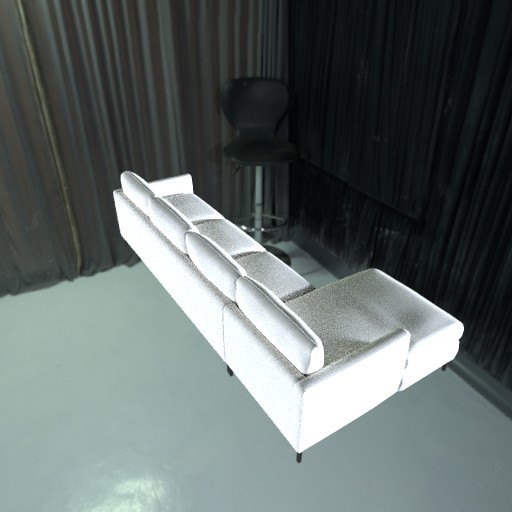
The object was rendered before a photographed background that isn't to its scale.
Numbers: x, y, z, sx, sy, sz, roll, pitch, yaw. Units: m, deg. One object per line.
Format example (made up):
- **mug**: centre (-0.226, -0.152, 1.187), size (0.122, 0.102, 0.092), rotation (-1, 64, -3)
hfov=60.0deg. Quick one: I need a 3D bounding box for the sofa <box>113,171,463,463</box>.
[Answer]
- **sofa**: centre (0.000, 0.000, 3.882), size (1.467, 0.875, 3.186), rotation (-19, 37, -28)
